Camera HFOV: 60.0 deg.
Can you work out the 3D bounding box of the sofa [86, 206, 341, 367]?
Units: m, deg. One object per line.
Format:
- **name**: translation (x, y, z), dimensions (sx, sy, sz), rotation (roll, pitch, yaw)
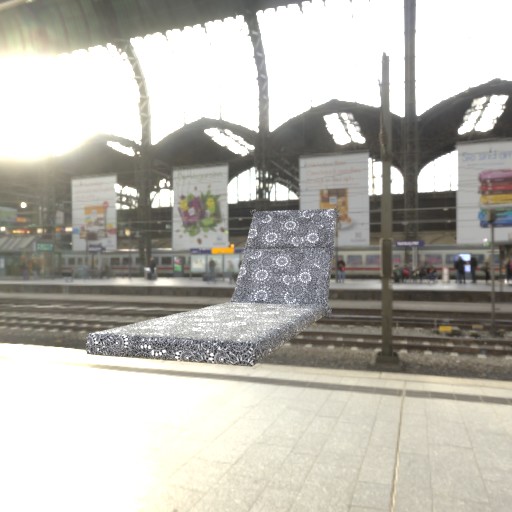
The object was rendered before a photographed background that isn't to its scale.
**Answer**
- **sofa**: translation (0.000, 0.000, 1.992), dimensions (0.582, 0.622, 1.663), rotation (0, -1, 18)
